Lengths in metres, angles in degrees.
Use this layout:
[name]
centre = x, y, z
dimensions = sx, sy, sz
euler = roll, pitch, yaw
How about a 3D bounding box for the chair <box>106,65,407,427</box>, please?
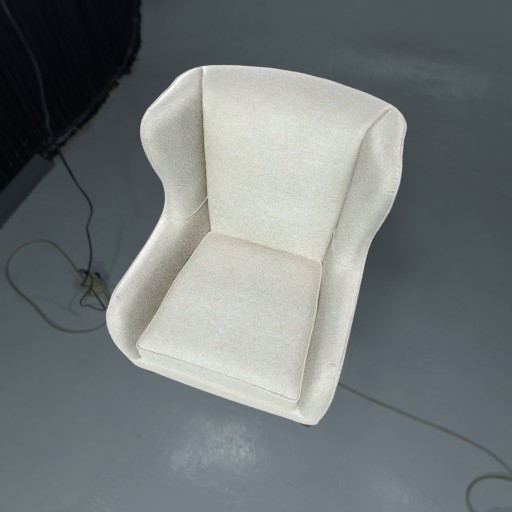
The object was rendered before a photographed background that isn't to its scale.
[chair]
centre = 0.000, 0.000, 1.730
dimensions = 0.838, 1.040, 0.966
euler = 16, 58, 10
